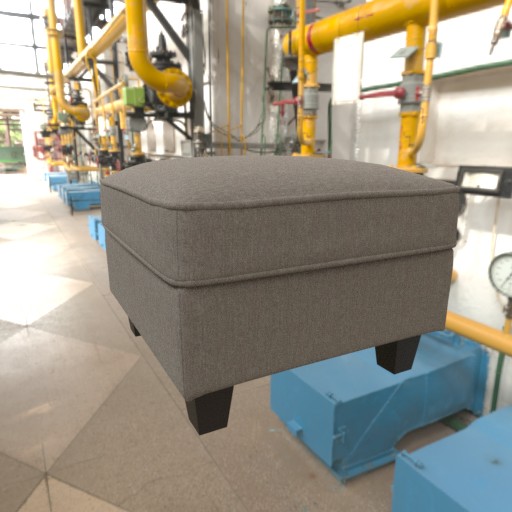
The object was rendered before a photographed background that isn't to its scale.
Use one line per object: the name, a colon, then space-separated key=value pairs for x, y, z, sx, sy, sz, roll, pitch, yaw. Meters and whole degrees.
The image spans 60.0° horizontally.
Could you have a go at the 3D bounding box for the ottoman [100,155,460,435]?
ottoman: x=0.000 y=0.000 z=1.381 sx=0.808 sy=0.612 sz=0.871 roll=-7 pitch=15 yaw=-27
